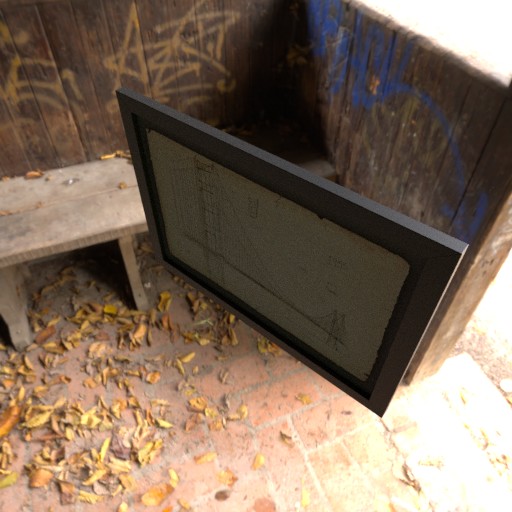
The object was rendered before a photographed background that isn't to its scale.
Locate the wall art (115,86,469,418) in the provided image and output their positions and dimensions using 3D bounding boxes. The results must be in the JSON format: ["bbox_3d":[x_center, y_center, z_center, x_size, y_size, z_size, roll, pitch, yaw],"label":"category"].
[{"bbox_3d":[0.000,0.000,0.558,0.432,0.306,0.016,31,54,26],"label":"wall art"}]
